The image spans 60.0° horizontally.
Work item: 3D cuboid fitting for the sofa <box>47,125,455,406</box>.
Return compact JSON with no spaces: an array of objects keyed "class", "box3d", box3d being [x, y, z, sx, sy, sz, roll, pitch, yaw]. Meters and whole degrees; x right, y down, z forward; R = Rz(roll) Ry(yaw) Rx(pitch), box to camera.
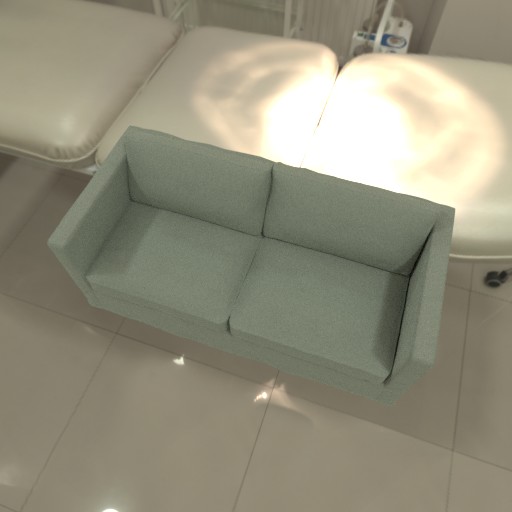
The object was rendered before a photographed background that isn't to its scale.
[{"class":"sofa","box3d":[0.000,0.000,2.562,1.987,0.870,0.940,16,60,10]}]
